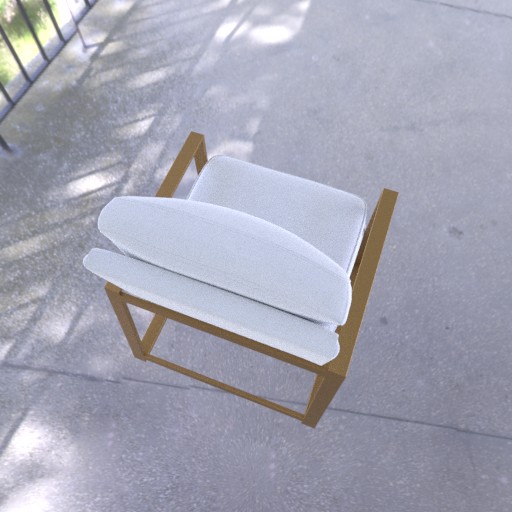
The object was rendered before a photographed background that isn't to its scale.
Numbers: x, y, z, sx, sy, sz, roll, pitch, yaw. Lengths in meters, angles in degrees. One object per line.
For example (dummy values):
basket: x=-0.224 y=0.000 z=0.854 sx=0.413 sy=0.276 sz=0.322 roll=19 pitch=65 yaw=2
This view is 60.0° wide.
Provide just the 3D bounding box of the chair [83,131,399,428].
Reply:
chair: x=0.000 y=0.000 z=1.568 sx=0.805 sy=0.966 sz=0.813 roll=18 pitch=64 yaw=9
